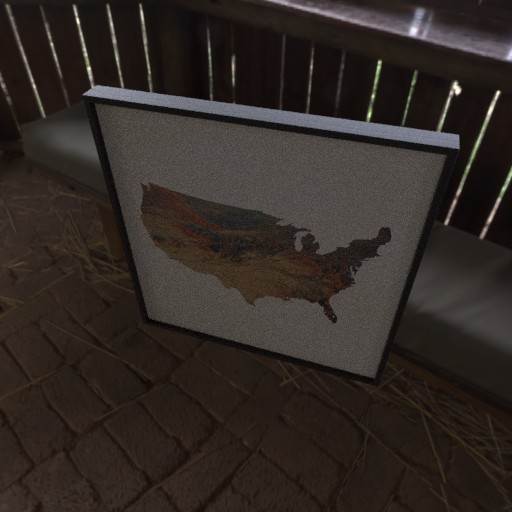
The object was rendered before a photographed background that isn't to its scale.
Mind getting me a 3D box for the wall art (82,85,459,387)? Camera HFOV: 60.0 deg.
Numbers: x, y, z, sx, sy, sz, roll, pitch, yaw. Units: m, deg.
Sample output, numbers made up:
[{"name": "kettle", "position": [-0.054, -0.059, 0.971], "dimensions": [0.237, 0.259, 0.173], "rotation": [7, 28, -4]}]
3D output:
[{"name": "wall art", "position": [0.000, 0.000, 0.754], "dimensions": [0.507, 0.507, 0.038], "rotation": [12, 44, 13]}]
